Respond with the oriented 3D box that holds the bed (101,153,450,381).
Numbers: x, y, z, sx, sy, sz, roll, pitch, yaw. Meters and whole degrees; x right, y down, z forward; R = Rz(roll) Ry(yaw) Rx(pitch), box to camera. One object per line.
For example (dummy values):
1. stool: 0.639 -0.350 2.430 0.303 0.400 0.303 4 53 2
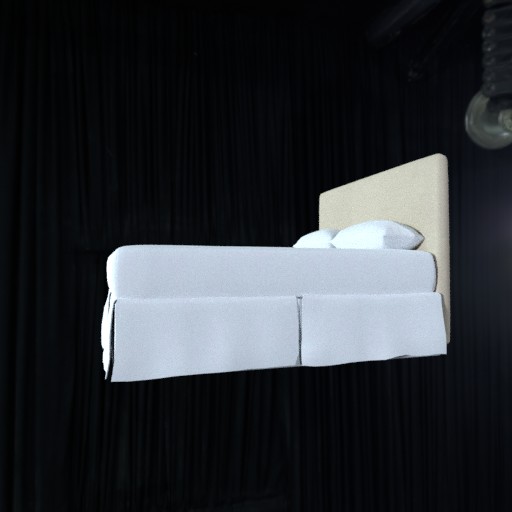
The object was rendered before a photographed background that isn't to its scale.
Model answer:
1. bed: 0.000 0.000 3.272 2.142 1.330 1.723 1 -2 -19
